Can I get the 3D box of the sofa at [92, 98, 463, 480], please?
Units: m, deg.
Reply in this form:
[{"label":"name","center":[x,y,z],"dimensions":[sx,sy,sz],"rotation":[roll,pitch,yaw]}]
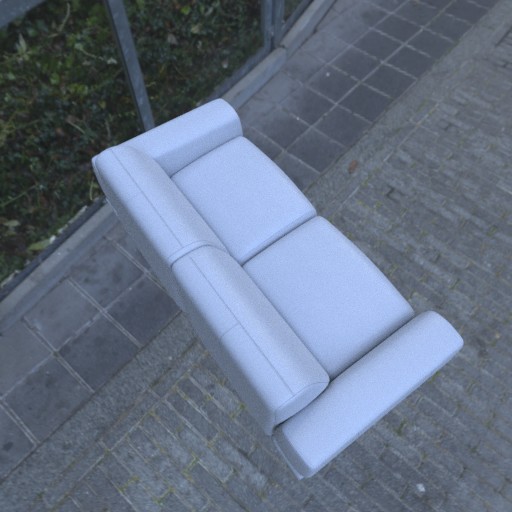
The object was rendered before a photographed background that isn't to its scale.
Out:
[{"label":"sofa","center":[0.000,0.000,2.267],"dimensions":[0.900,0.772,1.901],"rotation":[-32,64,-17]}]
